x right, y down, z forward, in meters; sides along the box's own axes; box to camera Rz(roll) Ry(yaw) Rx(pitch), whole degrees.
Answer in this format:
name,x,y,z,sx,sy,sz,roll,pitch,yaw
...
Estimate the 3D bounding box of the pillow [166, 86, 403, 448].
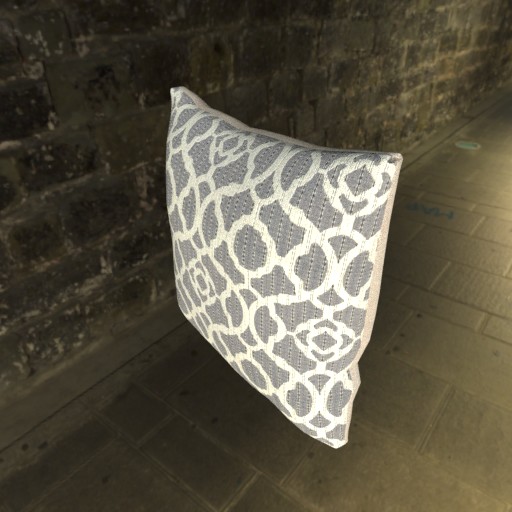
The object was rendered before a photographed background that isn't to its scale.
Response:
name,x,y,z,sx,sy,sz,roll,pitch,yaw
pillow,0.000,0.000,0.779,0.215,0.498,0.508,-21,37,-31
